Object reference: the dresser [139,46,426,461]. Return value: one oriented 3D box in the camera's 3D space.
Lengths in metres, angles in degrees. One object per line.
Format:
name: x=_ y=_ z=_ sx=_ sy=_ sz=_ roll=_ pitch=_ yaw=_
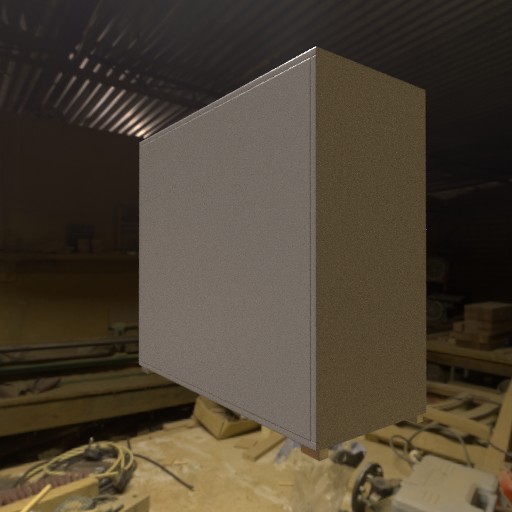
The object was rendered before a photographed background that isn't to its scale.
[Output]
dresser: x=0.000 y=0.000 z=1.640 sx=0.460 sy=1.000 sz=1.100 roll=0 pitch=-1 yaw=-37
